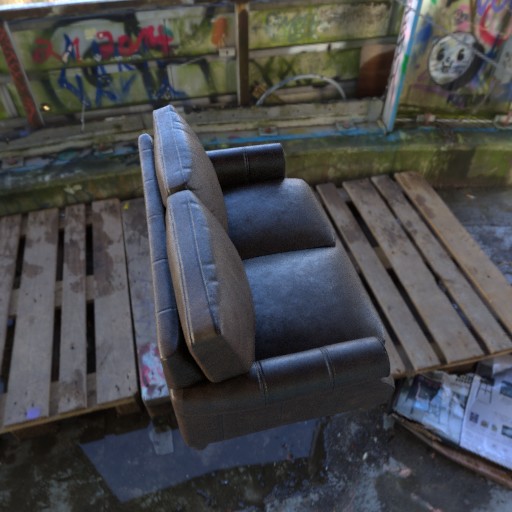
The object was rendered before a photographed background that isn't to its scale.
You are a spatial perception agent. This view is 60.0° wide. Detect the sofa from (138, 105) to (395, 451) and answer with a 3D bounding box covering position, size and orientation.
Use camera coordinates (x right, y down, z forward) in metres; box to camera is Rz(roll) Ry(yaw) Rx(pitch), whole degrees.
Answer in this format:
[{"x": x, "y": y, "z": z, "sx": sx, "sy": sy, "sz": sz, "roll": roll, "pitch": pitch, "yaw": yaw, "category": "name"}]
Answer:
[{"x": 0.000, "y": 0.000, "z": 2.222, "sx": 0.990, "sy": 0.976, "sz": 1.616, "roll": -10, "pitch": 47, "yaw": -9, "category": "sofa"}]
